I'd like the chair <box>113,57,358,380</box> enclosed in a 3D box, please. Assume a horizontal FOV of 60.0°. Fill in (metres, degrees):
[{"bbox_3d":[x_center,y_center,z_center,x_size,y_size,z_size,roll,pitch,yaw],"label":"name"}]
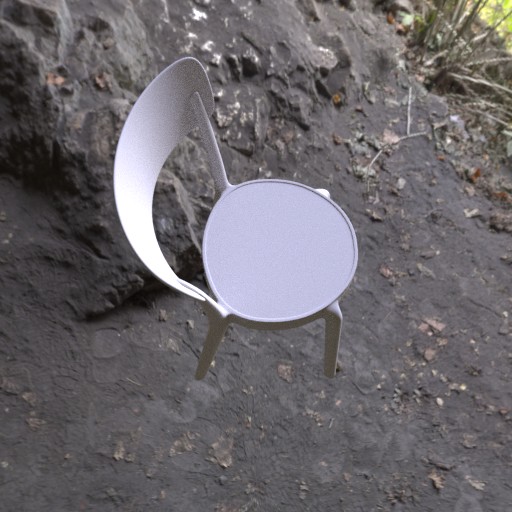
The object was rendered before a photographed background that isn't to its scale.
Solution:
[{"bbox_3d":[0.000,0.000,1.119,0.491,0.790,0.506,0,63,0],"label":"chair"}]
